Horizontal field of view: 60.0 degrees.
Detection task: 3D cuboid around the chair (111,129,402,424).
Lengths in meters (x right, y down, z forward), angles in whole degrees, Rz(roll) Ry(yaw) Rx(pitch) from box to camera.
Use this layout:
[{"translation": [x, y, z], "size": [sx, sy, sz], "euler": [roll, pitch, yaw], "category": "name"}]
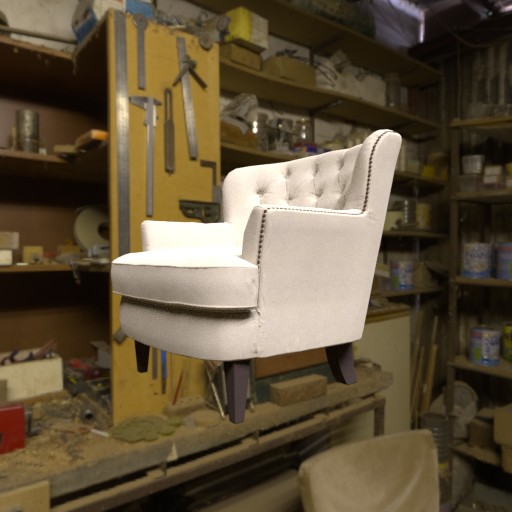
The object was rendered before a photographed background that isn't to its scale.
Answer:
[{"translation": [0.000, 0.000, 1.586], "size": [0.906, 0.868, 0.848], "euler": [0, 0, -37], "category": "chair"}]
